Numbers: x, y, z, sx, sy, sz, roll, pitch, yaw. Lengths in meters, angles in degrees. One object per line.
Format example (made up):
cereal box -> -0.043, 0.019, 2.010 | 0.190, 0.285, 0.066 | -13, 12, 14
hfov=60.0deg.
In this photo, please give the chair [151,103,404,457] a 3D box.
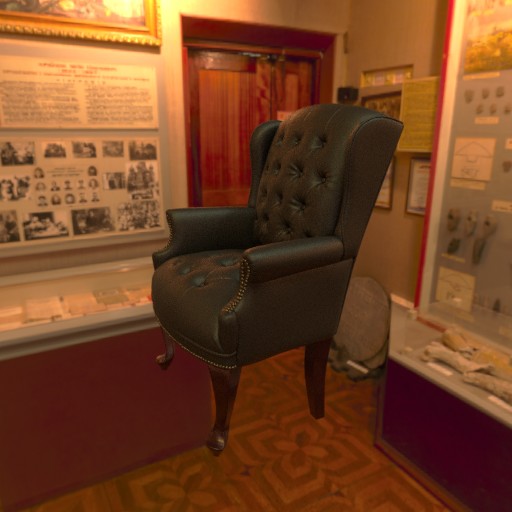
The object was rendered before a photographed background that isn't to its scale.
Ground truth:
chair -> 0.000, 0.000, 1.685 | 0.762, 1.111, 0.838 | -8, 18, -26
